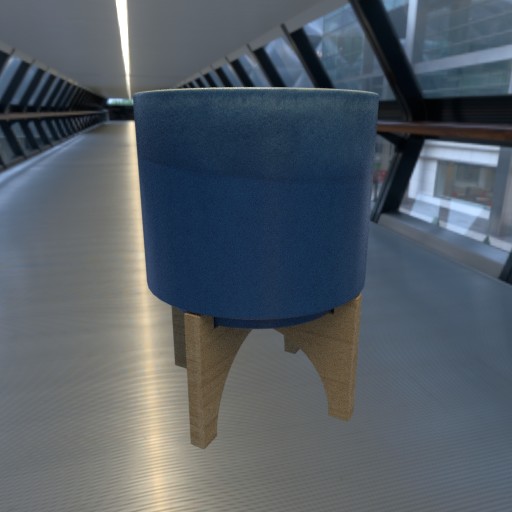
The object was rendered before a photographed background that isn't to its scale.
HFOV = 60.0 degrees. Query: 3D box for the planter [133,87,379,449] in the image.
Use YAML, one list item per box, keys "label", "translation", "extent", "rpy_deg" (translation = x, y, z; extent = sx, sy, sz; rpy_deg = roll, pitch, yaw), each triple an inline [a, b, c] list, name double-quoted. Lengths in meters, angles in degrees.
- label: "planter"
  translation: [0.000, 0.000, 0.539]
  extent: [0.261, 0.367, 0.261]
  rpy_deg: [0, 17, 0]
